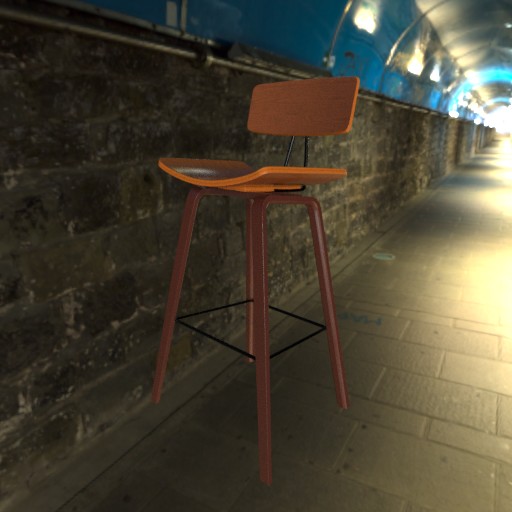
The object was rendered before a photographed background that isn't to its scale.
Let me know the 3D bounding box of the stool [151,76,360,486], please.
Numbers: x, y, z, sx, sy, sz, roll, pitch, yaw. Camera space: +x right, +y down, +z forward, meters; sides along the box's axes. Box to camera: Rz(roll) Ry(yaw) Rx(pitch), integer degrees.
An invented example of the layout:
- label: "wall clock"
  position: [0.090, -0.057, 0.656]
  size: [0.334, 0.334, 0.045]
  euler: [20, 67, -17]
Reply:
- label: "stool"
  position: [0.000, 0.000, 1.263]
  size: [0.509, 0.969, 0.440]
  euler: [15, 22, 42]
